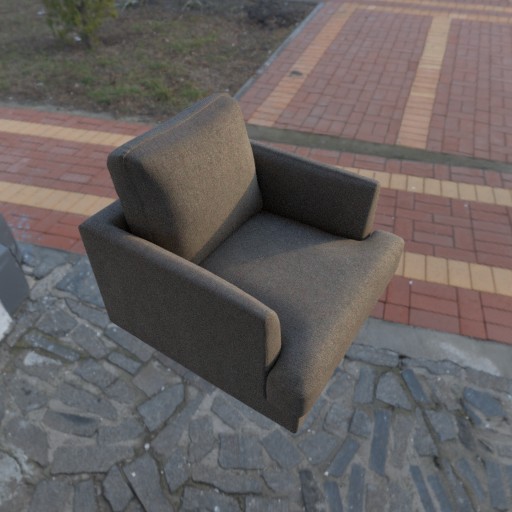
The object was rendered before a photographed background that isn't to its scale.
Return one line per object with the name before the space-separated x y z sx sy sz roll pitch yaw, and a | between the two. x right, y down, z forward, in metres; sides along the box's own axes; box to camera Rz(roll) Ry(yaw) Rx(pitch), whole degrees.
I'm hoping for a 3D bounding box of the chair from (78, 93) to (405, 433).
chair | 0.000 0.000 1.681 0.899 0.957 0.858 24 48 24
